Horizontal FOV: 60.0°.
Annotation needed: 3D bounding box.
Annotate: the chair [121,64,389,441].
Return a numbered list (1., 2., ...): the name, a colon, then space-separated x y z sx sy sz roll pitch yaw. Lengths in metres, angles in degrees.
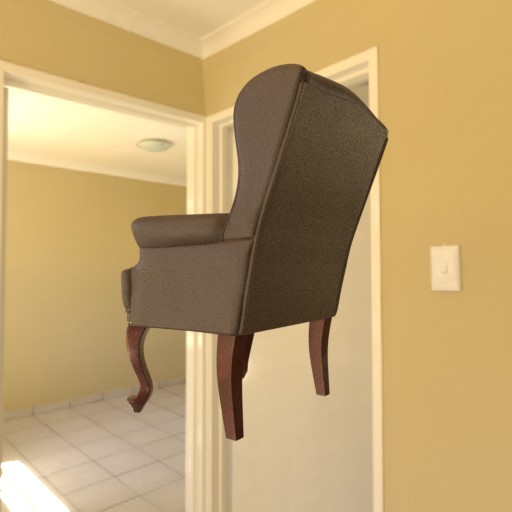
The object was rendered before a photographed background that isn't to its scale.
1. chair: 0.000 0.000 1.683 0.819 1.132 0.829 -1 -2 36
